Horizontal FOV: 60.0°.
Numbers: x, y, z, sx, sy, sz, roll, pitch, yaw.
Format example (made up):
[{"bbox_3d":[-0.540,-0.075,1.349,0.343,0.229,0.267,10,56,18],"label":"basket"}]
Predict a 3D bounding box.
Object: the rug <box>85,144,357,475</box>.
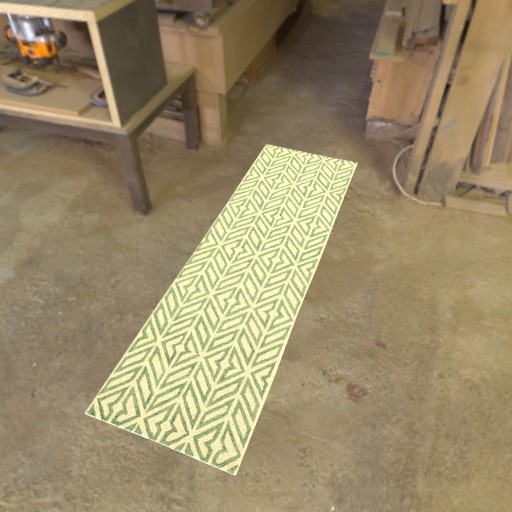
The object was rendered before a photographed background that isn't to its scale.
[{"bbox_3d":[0.000,0.000,2.726,0.750,0.009,2.435,15,48,14],"label":"rug"}]
